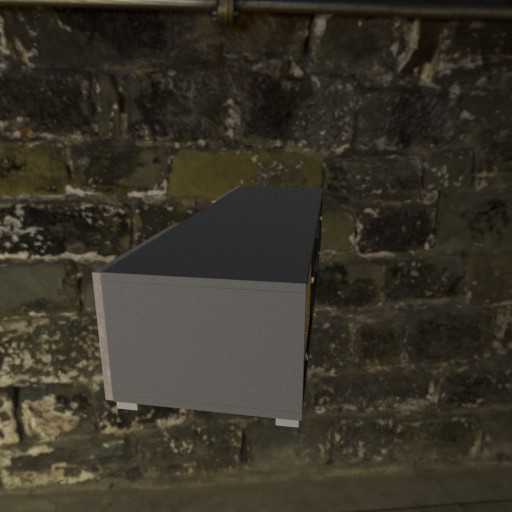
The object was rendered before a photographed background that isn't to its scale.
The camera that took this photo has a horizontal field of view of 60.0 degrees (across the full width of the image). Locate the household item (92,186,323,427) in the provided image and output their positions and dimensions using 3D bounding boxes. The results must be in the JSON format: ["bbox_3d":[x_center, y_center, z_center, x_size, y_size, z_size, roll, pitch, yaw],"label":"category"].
[{"bbox_3d":[0.000,0.000,1.543,0.420,0.310,1.400,3,16,9],"label":"household item"}]
